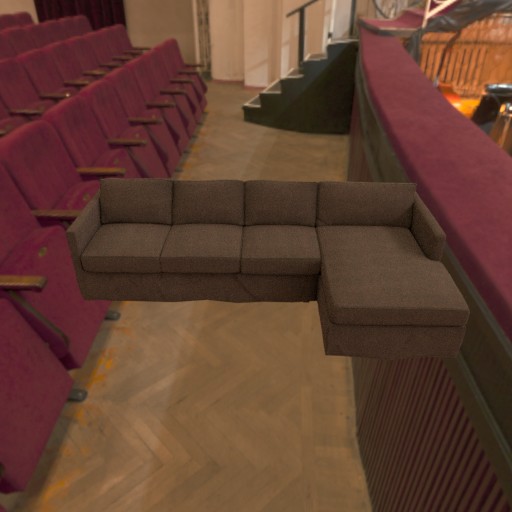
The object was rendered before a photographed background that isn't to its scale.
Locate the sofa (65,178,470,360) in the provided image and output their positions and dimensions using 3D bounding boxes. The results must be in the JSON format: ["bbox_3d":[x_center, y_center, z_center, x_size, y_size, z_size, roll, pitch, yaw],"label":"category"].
[{"bbox_3d":[0.000,0.000,3.894,3.205,0.922,1.650,1,32,1],"label":"sofa"}]
